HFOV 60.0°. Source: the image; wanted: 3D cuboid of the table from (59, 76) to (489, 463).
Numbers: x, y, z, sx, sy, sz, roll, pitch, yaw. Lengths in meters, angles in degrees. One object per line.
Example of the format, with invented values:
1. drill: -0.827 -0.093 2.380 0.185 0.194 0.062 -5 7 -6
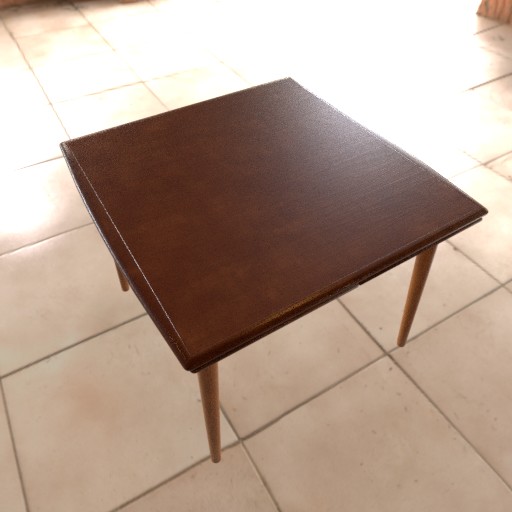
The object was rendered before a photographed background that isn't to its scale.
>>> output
1. table: 0.000 0.000 1.641 0.991 0.754 0.991 -24 52 -21
